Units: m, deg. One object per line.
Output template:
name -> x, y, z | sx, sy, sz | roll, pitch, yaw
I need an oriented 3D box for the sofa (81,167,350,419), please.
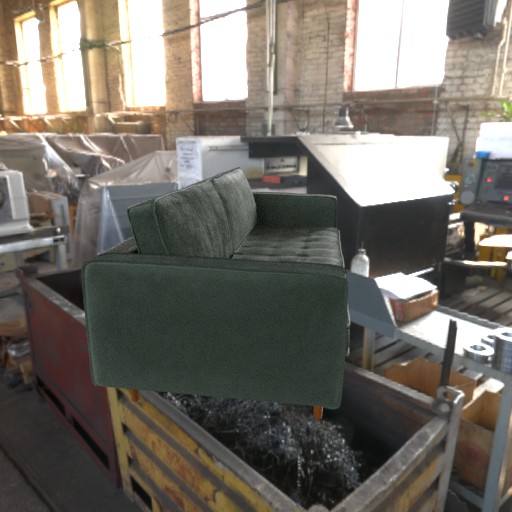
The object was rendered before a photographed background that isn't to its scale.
sofa -> 0.000, 0.000, 2.259 | 0.886, 0.781, 1.816 | 2, 16, 9
